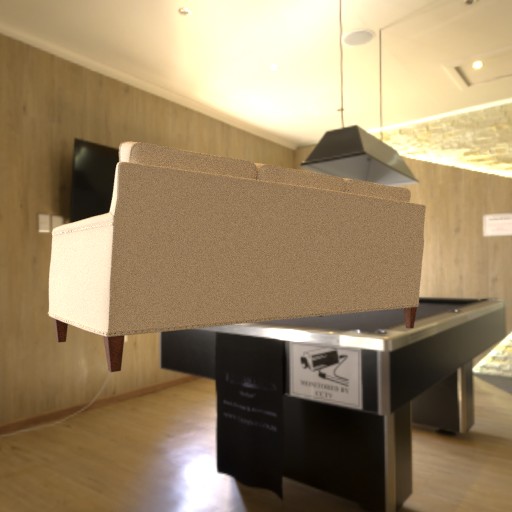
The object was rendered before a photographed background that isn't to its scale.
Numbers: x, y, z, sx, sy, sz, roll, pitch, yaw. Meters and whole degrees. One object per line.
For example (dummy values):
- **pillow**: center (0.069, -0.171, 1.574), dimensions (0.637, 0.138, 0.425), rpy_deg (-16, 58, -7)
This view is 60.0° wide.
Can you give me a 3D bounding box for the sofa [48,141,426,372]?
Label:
- **sofa**: center (0.000, 0.000, 2.829), dimensions (2.246, 1.003, 1.084), rpy_deg (1, -1, -37)
